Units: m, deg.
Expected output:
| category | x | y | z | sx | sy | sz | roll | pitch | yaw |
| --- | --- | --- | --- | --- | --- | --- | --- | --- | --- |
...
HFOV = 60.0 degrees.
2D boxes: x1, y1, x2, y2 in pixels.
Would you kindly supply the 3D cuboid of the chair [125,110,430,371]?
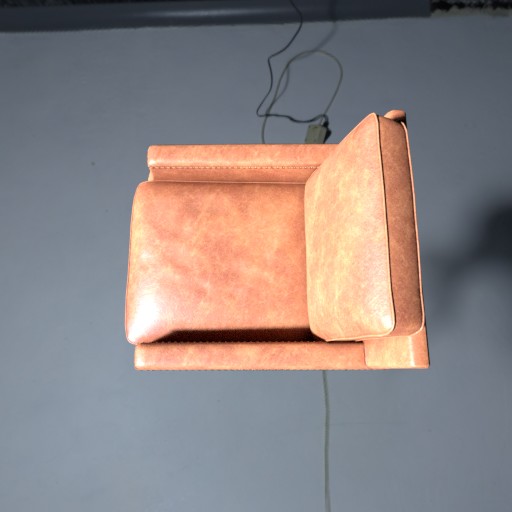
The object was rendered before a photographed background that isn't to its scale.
| category | x | y | z | sx | sy | sz | roll | pitch | yaw |
| --- | --- | --- | --- | --- | --- | --- | --- | --- | --- |
| chair | 0.000 | 0.000 | 1.703 | 1.014 | 0.943 | 0.853 | 0 | 76 | 0 |
